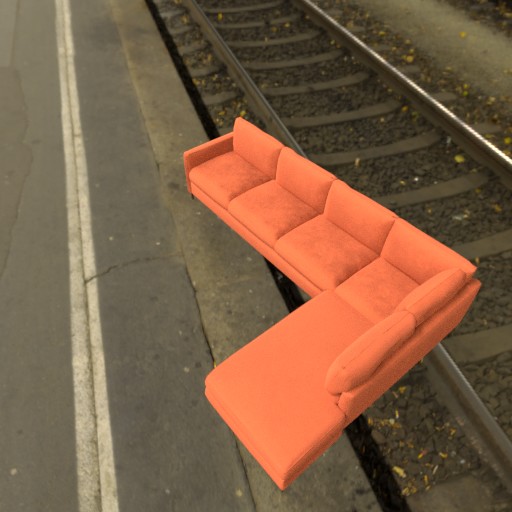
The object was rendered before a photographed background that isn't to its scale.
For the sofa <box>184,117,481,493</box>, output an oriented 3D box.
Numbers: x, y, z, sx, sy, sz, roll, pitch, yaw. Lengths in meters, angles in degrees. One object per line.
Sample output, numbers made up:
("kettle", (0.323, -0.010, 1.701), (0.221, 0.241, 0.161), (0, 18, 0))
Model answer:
("sofa", (0.000, 0.000, 3.500), (1.879, 0.757, 2.736), (-31, 54, -26))
